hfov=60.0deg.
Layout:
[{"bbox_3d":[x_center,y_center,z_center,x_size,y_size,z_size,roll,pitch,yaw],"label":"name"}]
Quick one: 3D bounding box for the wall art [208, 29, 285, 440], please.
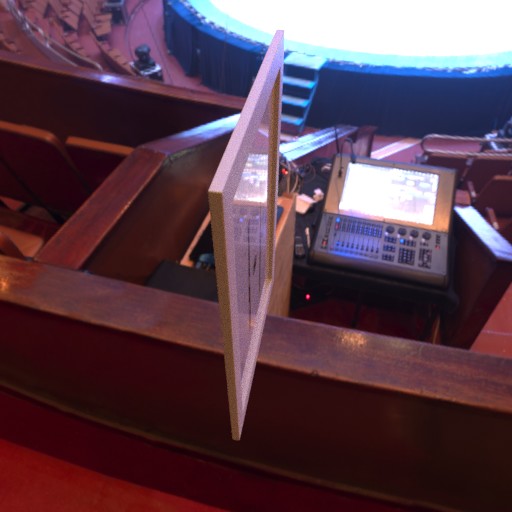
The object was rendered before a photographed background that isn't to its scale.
[{"bbox_3d":[0.000,0.000,0.616,0.011,0.482,0.329,8,47,7],"label":"wall art"}]
